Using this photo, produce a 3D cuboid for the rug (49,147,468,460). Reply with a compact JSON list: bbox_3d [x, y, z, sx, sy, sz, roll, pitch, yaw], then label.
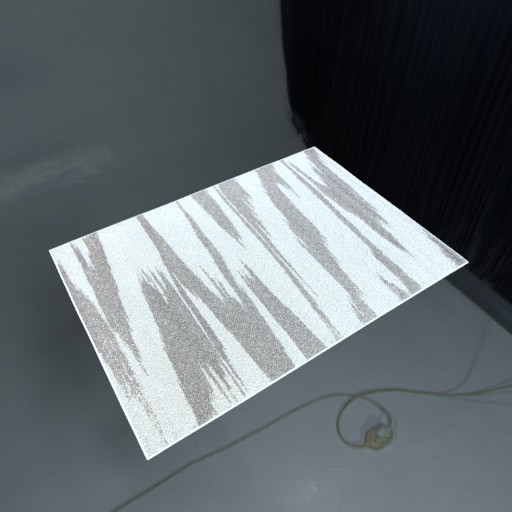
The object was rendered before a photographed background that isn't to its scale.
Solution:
[{"bbox_3d":[0.000,0.000,2.770,2.142,0.010,1.533,-26,52,-22],"label":"rug"}]
